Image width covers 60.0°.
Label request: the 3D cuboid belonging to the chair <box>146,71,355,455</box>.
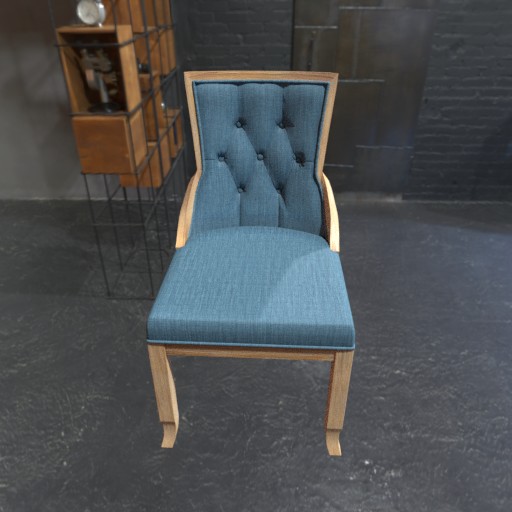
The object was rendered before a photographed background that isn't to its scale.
[{"bbox_3d":[0.000,0.000,1.322,0.524,0.947,0.641,2,31,3],"label":"chair"}]
